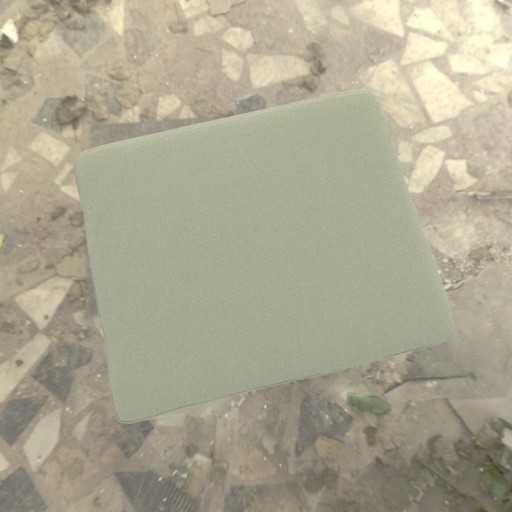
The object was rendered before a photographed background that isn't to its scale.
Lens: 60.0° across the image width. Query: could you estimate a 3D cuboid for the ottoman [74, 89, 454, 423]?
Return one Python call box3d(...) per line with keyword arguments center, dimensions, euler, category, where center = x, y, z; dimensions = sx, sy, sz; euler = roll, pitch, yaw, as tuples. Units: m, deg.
box3d(center=(0.000, 0.000, 1.497), dimensions=(0.991, 0.494, 0.842), euler=(-14, 77, -3), category="ottoman")
